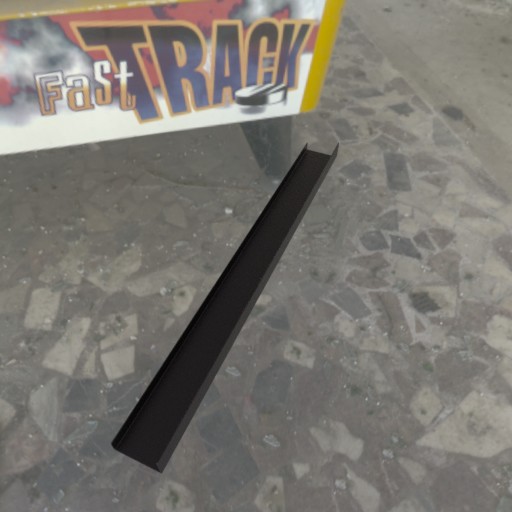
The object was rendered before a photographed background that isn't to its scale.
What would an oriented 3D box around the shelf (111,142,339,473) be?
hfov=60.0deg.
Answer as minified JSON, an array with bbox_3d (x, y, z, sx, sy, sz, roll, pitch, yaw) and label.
[{"bbox_3d":[0.000,0.000,0.973,0.092,0.049,0.924,18,50,16],"label":"shelf"}]
